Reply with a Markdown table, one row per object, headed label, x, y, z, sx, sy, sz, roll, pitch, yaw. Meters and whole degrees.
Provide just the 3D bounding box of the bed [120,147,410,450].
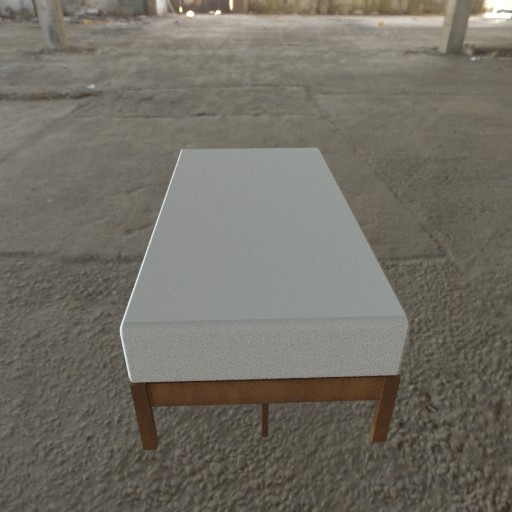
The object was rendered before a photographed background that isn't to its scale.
| label | x | y | z | sx | sy | sz | roll | pitch | yaw |
| --- | --- | --- | --- | --- | --- | --- | --- | --- | --- |
| bed | 0.000 | 0.000 | 2.403 | 0.961 | 0.616 | 1.902 | -1 | 31 | -2 |
